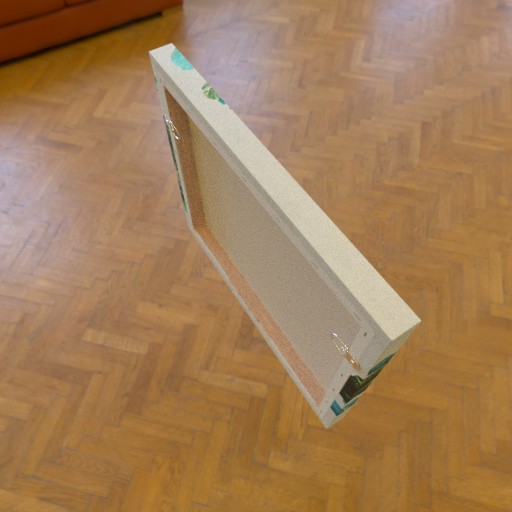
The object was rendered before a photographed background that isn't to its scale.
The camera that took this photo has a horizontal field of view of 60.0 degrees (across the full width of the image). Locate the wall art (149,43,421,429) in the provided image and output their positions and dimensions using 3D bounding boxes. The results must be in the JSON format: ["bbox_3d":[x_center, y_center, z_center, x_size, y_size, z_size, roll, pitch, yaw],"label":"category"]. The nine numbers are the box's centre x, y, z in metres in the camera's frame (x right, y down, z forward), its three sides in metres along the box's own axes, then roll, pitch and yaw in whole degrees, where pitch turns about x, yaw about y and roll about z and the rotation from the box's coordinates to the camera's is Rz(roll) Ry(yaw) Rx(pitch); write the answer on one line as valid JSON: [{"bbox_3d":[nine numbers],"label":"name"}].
[{"bbox_3d":[0.000,0.000,0.703,0.041,0.435,0.507,-29,63,-16],"label":"wall art"}]
